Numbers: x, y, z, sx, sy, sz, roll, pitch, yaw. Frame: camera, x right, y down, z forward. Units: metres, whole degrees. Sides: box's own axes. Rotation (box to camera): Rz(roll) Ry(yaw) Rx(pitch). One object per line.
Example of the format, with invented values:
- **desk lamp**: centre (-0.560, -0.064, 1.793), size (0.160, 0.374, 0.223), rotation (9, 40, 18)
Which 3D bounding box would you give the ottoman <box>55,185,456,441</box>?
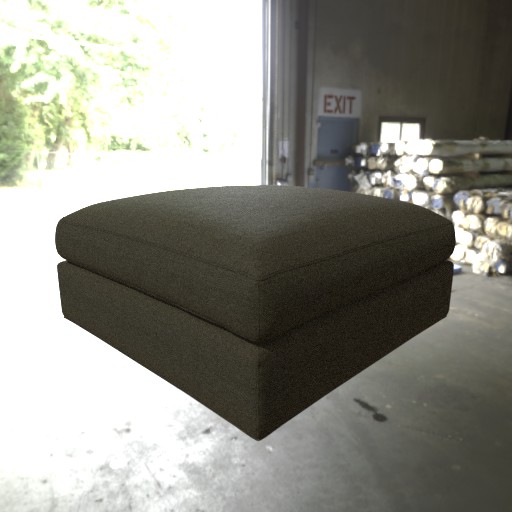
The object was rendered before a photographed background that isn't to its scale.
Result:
- **ottoman**: centre (0.000, 0.000, 1.585), size (1.041, 0.470, 1.041), rotation (14, 20, 43)
